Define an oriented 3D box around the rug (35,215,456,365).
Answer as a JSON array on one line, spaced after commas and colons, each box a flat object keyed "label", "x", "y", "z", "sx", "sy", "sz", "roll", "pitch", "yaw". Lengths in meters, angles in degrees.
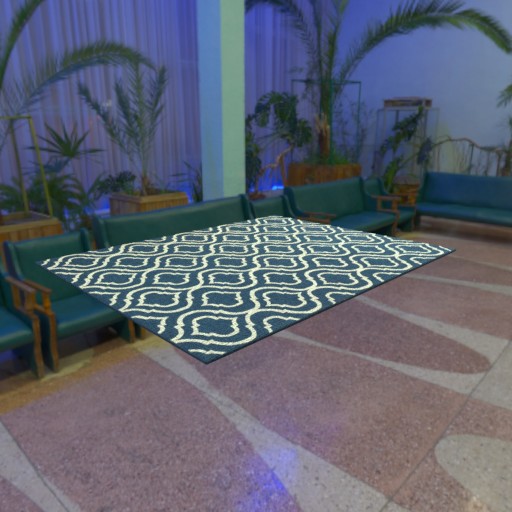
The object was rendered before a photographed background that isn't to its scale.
[{"label": "rug", "x": 0.000, "y": 0.000, "z": 3.843, "sx": 2.881, "sy": 0.020, "sz": 2.270, "roll": -15, "pitch": 22, "yaw": -42}]
